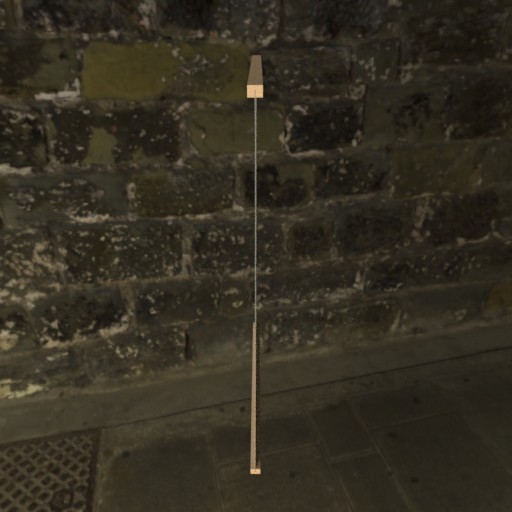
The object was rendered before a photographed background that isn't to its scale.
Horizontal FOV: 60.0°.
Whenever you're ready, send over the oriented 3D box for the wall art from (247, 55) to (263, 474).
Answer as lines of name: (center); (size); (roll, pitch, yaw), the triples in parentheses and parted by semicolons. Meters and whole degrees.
wall art: (0.000, 0.000, 1.290); (0.027, 1.020, 0.669); (0, 28, 0)
